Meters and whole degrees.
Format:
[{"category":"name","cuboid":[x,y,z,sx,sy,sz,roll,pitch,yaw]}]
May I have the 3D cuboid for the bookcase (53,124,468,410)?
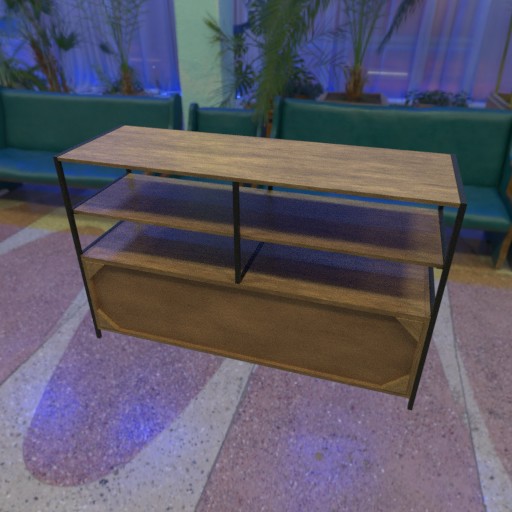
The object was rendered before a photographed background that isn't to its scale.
[{"category":"bookcase","cuboid":[0.000,0.000,1.516,1.149,0.712,0.391,9,32,15]}]
